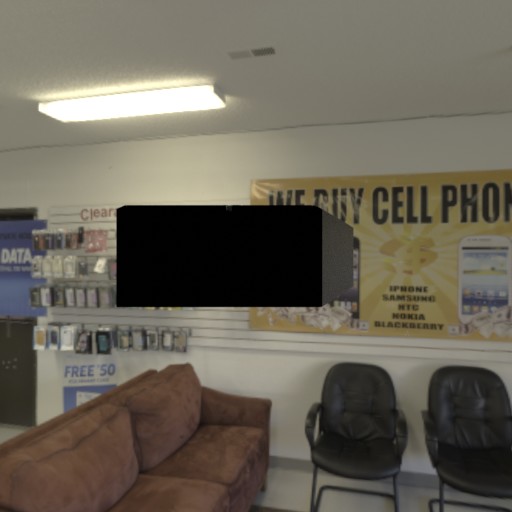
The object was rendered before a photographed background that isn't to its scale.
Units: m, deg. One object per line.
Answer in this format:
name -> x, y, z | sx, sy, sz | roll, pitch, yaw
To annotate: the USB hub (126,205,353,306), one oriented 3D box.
USB hub -> 0.000, 0.000, 0.125 | 0.044, 0.023, 0.110 | 0, 0, 18
